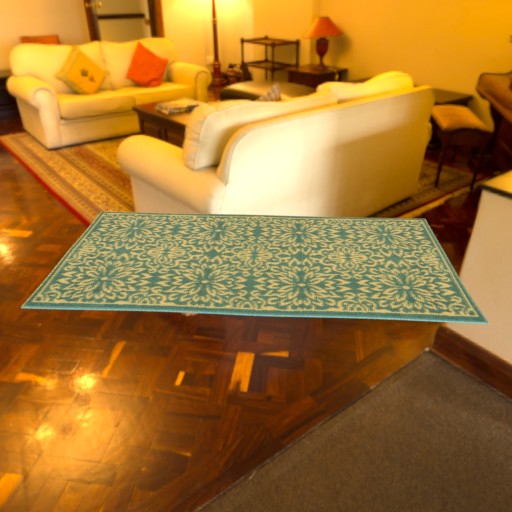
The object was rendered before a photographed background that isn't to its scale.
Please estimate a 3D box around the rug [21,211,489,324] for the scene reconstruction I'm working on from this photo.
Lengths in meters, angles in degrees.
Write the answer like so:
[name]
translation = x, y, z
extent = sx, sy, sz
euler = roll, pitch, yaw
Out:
[rug]
translation = 0.000, 0.000, 1.407
extent = 1.219, 0.007, 0.604
euler = 2, 31, 3
